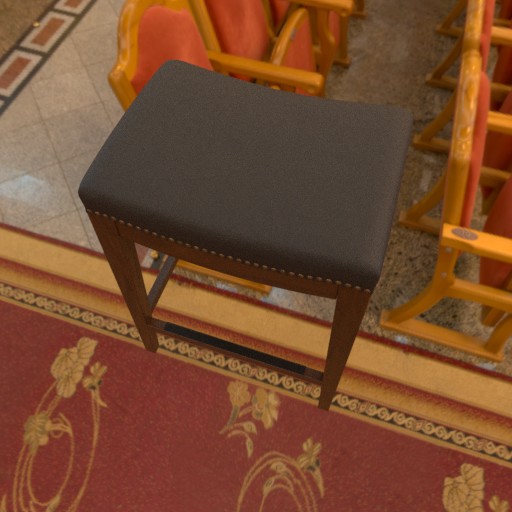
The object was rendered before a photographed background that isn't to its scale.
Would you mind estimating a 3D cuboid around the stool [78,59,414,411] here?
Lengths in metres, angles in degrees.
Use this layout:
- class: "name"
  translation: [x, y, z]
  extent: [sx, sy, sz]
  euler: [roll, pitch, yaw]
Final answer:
- class: "stool"
  translation: [0.000, 0.000, 0.930]
  extent: [0.490, 0.664, 0.353]
  euler: [16, 60, 9]
